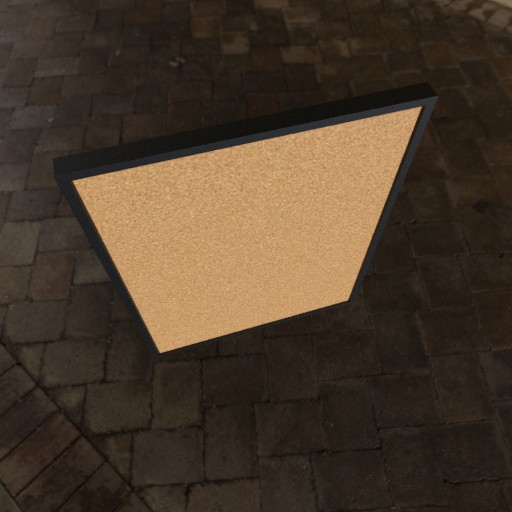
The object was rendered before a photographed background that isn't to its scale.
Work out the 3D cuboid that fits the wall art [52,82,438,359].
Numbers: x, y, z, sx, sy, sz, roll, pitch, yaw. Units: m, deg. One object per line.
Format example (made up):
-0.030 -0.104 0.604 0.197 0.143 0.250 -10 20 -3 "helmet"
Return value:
0.000 0.000 0.747 0.457 0.559 0.029 -14 58 -9 "wall art"
